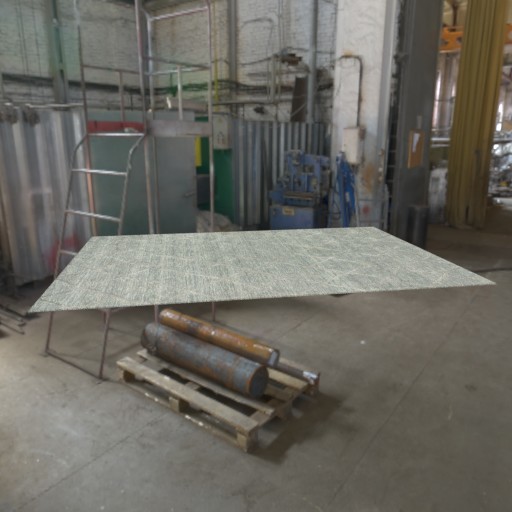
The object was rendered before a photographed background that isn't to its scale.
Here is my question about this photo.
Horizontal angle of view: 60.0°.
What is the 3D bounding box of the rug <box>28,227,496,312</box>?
[{"bbox_3d":[0.000,0.000,2.850,2.283,0.006,1.521,-3,15,-9],"label":"rug"}]
